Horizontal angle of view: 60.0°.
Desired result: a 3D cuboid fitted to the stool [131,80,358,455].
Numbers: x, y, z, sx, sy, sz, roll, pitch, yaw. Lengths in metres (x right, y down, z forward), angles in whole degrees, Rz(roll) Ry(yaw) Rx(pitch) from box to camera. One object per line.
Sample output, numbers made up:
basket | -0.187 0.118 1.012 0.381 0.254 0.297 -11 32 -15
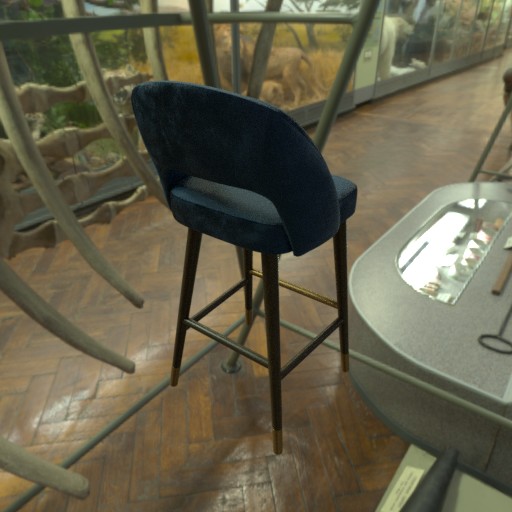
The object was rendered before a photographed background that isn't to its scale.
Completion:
stool | 0.000 0.000 1.305 0.514 1.016 0.515 21 35 32
